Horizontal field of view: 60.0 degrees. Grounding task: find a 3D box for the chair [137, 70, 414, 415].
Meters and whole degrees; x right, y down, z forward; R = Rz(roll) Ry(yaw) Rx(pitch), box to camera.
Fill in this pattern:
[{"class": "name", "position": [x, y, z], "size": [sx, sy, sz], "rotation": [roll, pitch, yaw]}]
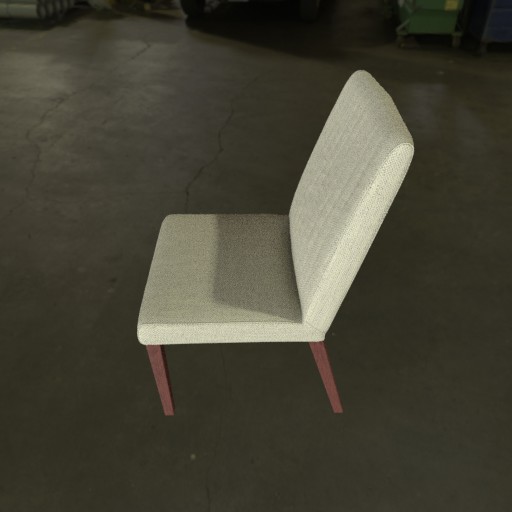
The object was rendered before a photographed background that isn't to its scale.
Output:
[{"class": "chair", "position": [0.000, 0.000, 1.236], "size": [0.594, 0.900, 0.480], "rotation": [-1, 40, -1]}]
